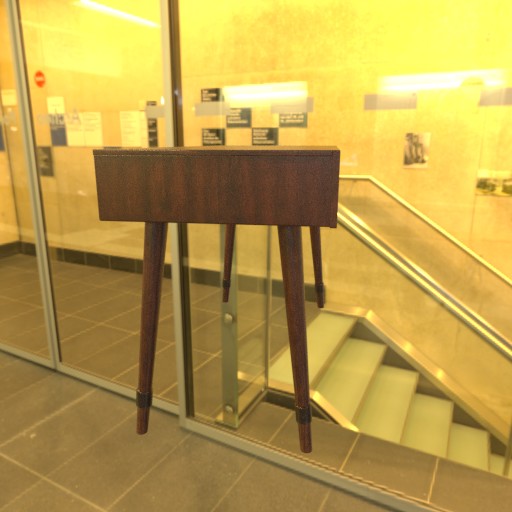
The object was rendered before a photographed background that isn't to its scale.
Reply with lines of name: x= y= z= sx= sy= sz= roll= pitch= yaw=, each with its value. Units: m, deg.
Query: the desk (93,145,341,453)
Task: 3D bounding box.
desk: x=0.000 y=0.000 z=2.155 sx=0.734 sy=1.031 sz=1.577 roll=2 pitch=15 yaw=9
